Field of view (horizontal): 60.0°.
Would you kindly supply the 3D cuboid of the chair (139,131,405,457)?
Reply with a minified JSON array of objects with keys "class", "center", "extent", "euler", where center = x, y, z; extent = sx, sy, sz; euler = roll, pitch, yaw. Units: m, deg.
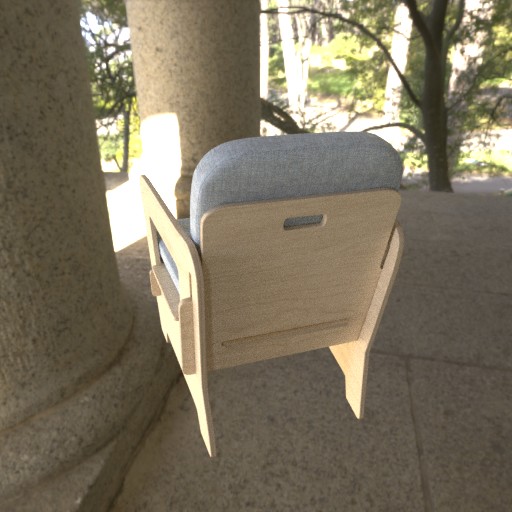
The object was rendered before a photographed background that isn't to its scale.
[{"class":"chair","center":[0.000,0.000,1.276],"extent":[0.590,0.800,0.710],"euler":[-8,27,-15]}]
